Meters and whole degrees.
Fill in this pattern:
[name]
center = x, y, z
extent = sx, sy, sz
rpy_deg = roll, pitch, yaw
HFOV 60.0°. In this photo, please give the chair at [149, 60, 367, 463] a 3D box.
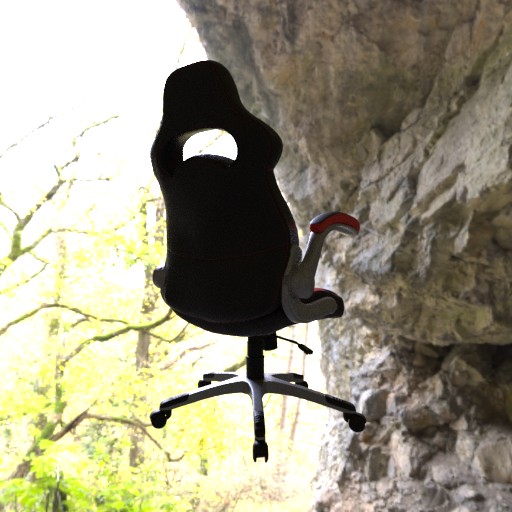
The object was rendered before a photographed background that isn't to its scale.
[chair]
center = 0.000, 0.000, 1.601
extent = 0.758, 1.165, 0.712
rpy_deg = 0, 0, 36
